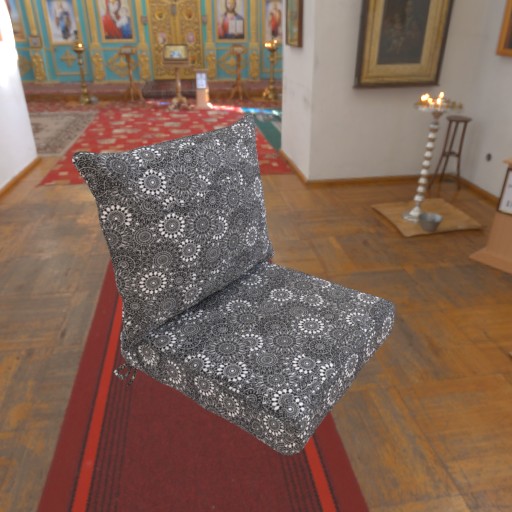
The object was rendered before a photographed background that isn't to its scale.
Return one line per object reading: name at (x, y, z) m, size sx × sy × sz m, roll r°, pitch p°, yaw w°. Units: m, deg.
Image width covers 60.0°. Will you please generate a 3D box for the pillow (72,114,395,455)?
pillow at (0.000, 0.000, 1.389) m, size 0.740 × 0.722 × 0.798 m, roll 18°, pitch 31°, yaw 32°
